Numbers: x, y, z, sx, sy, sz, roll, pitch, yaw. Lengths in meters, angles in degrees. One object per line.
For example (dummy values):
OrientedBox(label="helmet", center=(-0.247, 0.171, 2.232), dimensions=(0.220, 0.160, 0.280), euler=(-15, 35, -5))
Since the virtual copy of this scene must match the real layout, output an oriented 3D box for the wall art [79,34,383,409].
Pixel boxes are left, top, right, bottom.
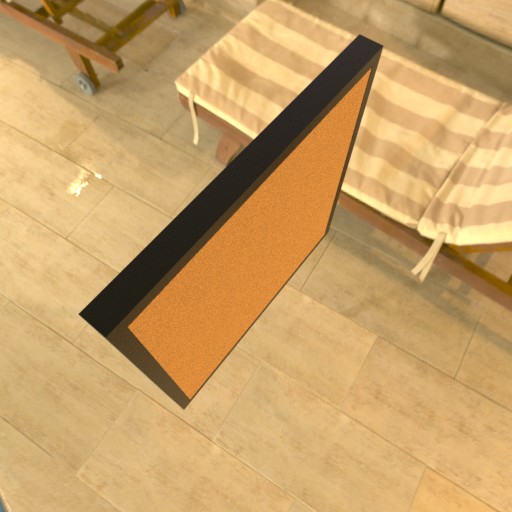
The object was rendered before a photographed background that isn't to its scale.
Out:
OrientedBox(label="wall art", center=(0.000, 0.000, 0.735), dimensions=(0.038, 0.506, 0.506), euler=(35, 69, 16))
